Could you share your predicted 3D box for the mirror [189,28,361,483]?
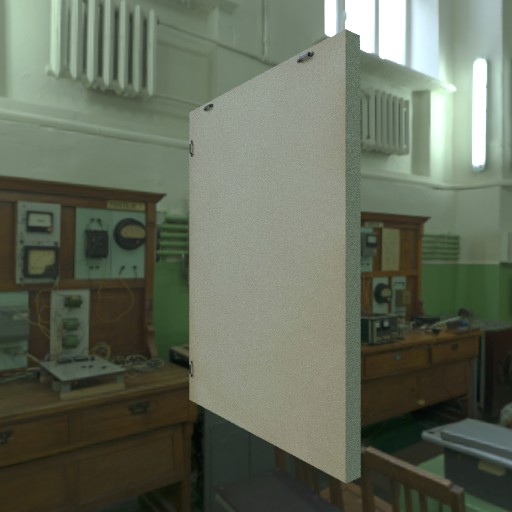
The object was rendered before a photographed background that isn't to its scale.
[{"bbox_3d":[0.000,0.000,0.903,0.040,0.710,0.507,0,0,-37],"label":"mirror"}]
